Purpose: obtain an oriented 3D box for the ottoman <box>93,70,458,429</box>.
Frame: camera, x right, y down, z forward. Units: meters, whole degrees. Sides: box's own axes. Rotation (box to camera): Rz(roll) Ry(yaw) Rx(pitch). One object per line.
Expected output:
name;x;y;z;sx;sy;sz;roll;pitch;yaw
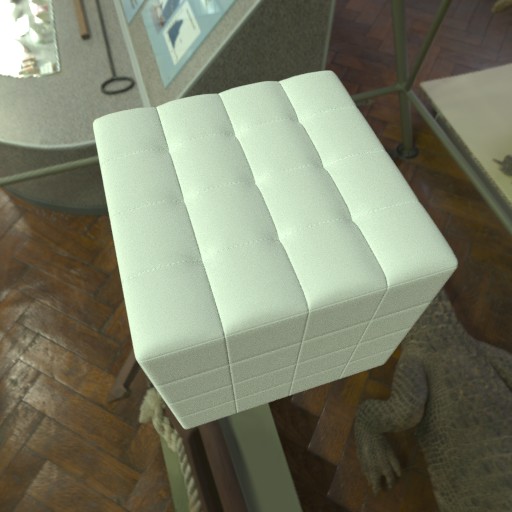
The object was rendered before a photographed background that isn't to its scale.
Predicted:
ottoman;0.000;0.000;0.814;0.425;0.432;0.425;-15;59;-9
